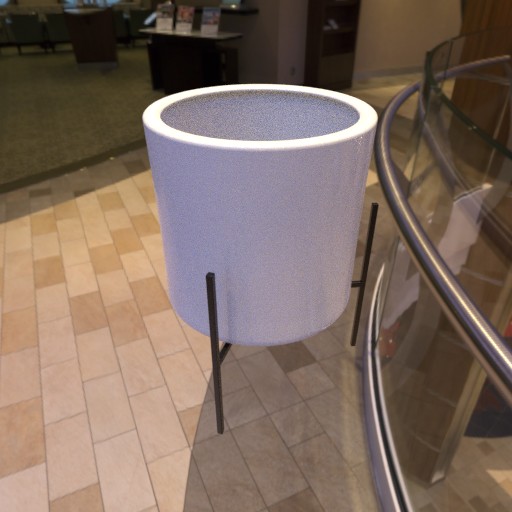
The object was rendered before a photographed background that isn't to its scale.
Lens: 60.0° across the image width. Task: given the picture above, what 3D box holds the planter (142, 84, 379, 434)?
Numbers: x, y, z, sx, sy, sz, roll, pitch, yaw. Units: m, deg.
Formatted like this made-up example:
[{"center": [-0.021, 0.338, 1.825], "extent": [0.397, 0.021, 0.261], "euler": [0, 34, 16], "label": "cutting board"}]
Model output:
[{"center": [0.000, 0.000, 0.745], "extent": [0.360, 0.480, 0.361], "euler": [11, 34, 16], "label": "planter"}]
